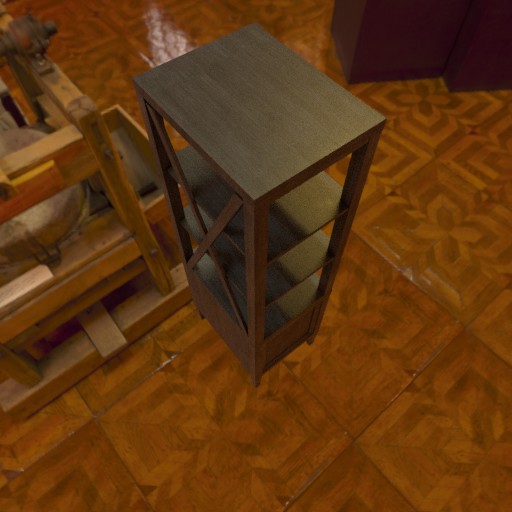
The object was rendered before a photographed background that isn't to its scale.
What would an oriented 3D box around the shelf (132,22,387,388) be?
[{"bbox_3d":[0.000,0.000,1.994,0.472,1.727,0.584,-34,64,-19],"label":"shelf"}]
